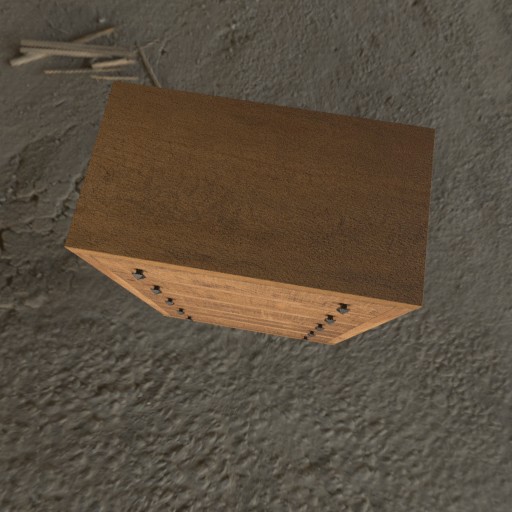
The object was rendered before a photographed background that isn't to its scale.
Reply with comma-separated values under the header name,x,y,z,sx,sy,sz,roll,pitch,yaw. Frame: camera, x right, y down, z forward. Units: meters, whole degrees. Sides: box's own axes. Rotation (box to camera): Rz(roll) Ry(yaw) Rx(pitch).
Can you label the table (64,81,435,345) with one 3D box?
name,x,y,z,sx,sy,sz,roll,pitch,yaw
table,0.000,0.000,1.781,0.901,1.294,0.524,9,75,3
